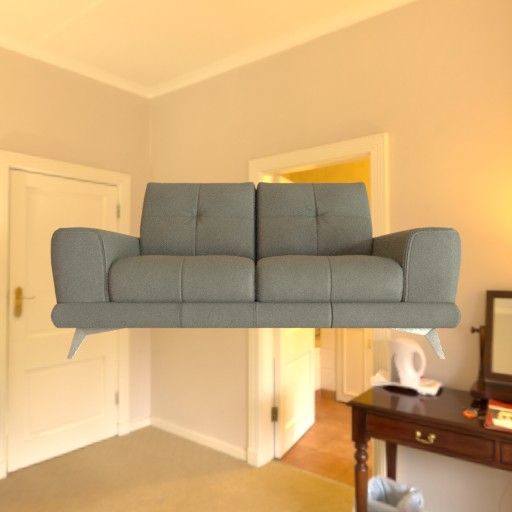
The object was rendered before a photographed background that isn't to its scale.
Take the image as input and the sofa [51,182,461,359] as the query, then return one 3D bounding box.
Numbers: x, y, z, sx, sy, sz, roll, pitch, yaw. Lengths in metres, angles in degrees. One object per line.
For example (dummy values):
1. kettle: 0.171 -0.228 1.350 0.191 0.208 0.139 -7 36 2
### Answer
1. sofa: 0.000 0.000 2.382 1.806 0.907 1.018 0 -1 0
